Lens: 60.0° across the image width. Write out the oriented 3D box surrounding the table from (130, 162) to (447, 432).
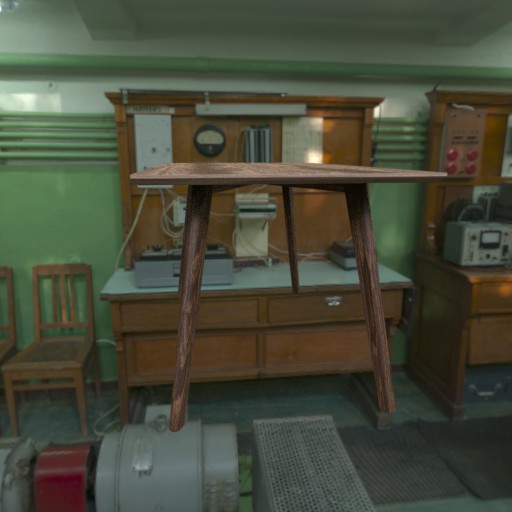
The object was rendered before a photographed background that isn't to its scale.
[{"bbox_3d":[0.000,0.000,1.824,0.801,0.724,1.349,-2,13,-8],"label":"table"}]
